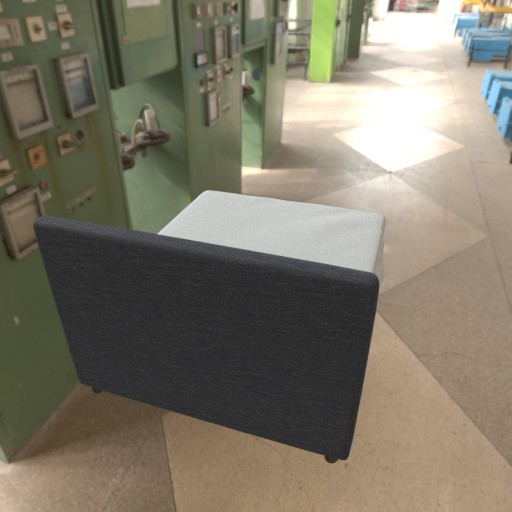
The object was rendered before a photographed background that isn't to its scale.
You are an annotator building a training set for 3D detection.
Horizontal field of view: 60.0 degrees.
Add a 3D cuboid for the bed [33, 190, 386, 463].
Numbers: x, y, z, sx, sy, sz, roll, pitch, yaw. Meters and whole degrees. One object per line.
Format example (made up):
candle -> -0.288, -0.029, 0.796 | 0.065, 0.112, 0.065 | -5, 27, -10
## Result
bed -> 0.000, 0.000, 3.292 | 1.884, 1.330, 2.142 | 10, 33, 16
